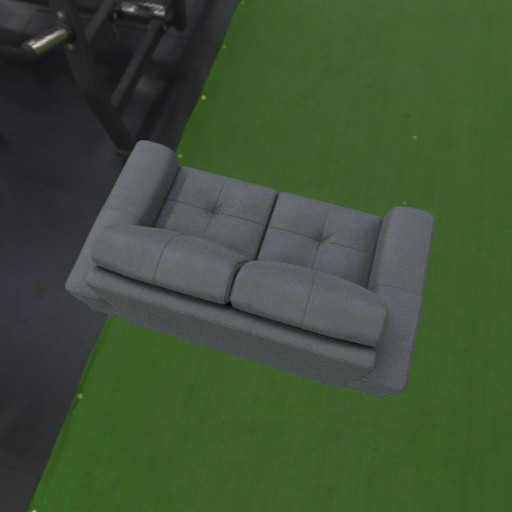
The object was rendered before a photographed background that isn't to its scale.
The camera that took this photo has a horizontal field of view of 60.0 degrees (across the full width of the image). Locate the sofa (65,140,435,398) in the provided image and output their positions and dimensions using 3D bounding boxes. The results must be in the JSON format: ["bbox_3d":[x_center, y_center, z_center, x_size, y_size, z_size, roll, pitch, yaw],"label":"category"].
[{"bbox_3d":[0.000,0.000,2.425,1.806,0.907,1.018,16,66,7],"label":"sofa"}]
